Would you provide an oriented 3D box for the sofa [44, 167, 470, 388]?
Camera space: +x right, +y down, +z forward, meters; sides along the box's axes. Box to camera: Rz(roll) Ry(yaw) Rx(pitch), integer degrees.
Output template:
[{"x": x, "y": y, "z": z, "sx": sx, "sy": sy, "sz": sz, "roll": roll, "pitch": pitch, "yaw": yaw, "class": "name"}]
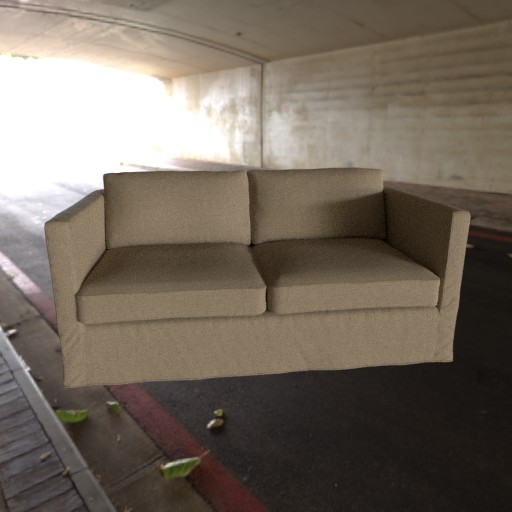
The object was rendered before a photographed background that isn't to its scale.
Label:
[{"x": 0.000, "y": 0.000, "z": 2.273, "sx": 1.766, "sy": 0.828, "sz": 0.956, "roll": -2, "pitch": 17, "yaw": -7, "class": "sofa"}]
